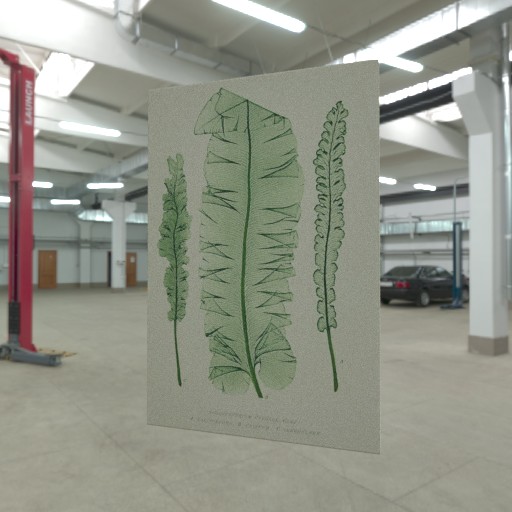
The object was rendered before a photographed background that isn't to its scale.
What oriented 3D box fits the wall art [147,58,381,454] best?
[{"bbox_3d":[0.000,0.000,1.136,0.610,0.914,0.038,0,-1,18],"label":"wall art"}]
